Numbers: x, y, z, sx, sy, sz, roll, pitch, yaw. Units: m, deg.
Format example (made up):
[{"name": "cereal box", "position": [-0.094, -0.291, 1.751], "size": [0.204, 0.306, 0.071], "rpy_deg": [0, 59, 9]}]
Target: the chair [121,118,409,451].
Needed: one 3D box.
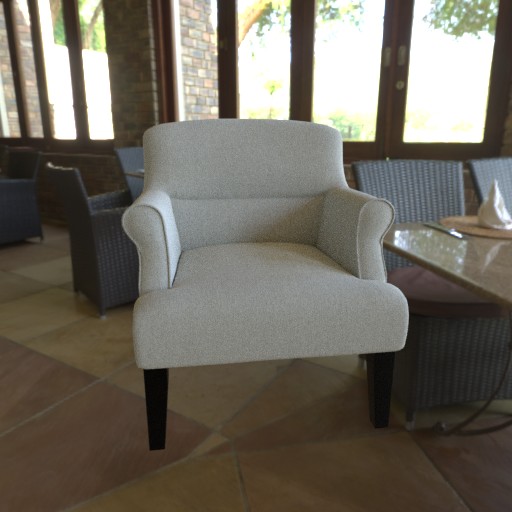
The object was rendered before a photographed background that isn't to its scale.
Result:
[{"name": "chair", "position": [0.000, 0.000, 1.447], "size": [0.781, 0.875, 0.750], "rpy_deg": [-2, 16, -8]}]
